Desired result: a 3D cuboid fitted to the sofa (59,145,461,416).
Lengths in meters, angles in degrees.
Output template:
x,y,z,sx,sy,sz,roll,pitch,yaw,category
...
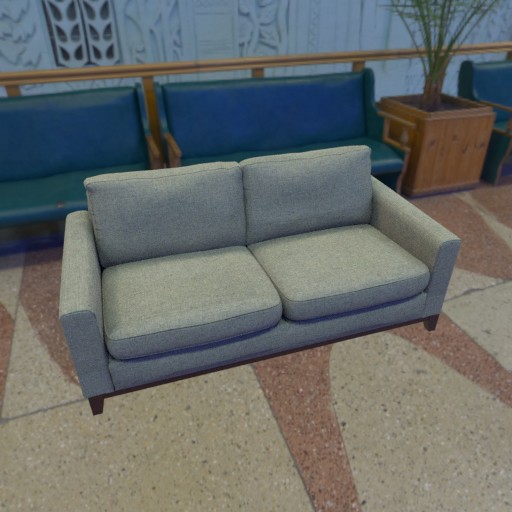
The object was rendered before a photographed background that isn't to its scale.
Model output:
x,y,z,sx,sy,sz,roll,pitch,yaw,category
0.000,0.000,2.477,1.978,0.892,0.969,-10,34,-15,sofa
